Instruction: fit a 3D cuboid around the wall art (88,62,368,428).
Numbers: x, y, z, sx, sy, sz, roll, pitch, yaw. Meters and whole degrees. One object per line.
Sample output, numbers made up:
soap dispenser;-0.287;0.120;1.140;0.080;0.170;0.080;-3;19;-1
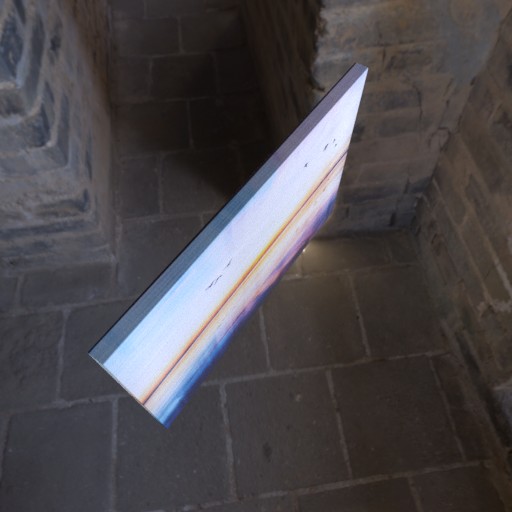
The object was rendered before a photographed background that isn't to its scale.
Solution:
wall art;0.000;0.000;1.172;0.037;0.605;0.911;31;64;17
